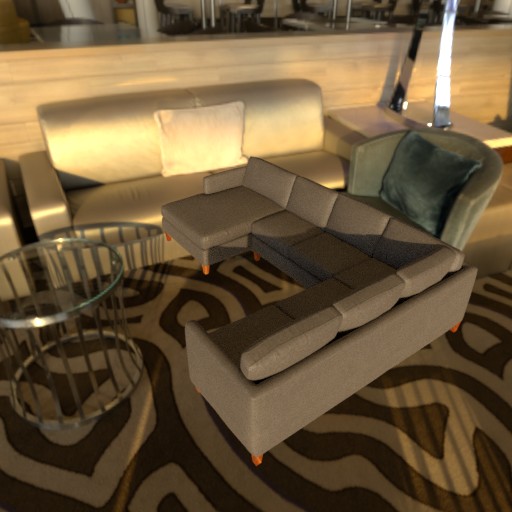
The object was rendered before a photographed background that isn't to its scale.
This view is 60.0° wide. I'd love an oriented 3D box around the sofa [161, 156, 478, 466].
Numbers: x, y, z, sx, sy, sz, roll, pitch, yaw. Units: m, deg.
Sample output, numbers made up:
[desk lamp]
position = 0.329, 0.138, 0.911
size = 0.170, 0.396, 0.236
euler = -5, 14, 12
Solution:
[sofa]
position = 0.000, 0.000, 4.714
size = 2.594, 0.961, 3.460
euler = -21, 37, -30
